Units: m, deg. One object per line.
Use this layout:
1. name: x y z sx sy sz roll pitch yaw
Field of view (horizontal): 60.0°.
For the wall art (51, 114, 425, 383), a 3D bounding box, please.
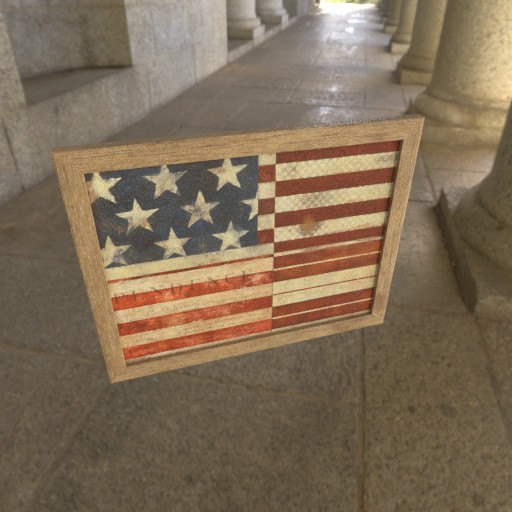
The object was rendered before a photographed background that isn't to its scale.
1. wall art: 0.000 0.000 0.943 0.690 0.535 0.026 -9 34 -14
